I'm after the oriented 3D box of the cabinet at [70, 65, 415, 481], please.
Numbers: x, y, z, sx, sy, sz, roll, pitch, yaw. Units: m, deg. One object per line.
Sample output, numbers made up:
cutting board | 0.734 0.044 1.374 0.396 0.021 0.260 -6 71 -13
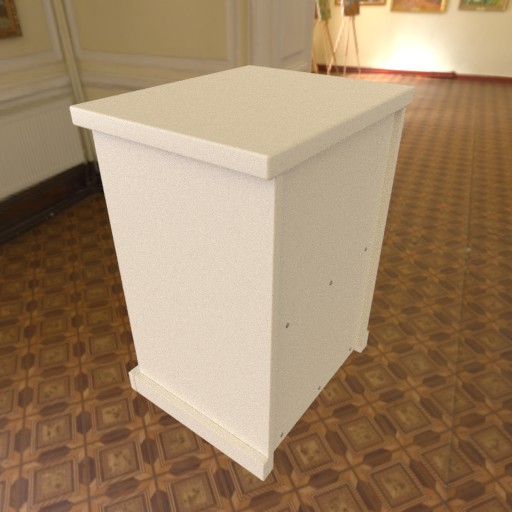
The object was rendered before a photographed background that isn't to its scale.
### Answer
cabinet | 0.000 0.000 1.035 0.431 0.723 0.520 22 38 30
